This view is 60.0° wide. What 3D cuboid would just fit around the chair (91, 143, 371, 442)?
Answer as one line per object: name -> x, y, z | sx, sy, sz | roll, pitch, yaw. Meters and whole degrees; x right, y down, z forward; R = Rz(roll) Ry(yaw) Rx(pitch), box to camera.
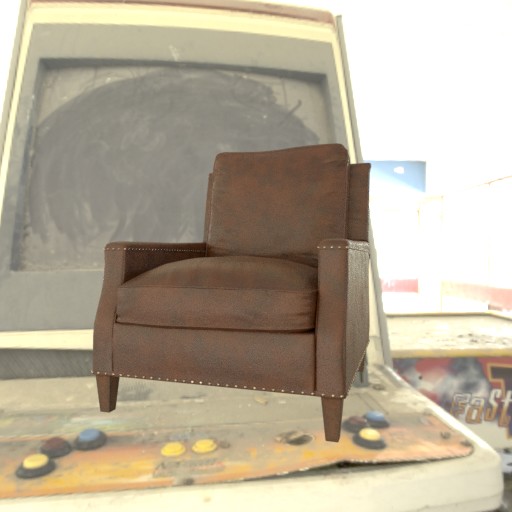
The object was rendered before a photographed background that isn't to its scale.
chair -> 0.000, 0.000, 1.816 | 0.854, 1.054, 1.035 | 0, 0, 18
